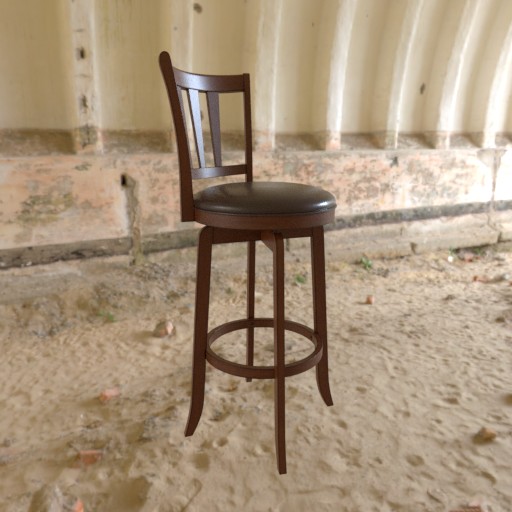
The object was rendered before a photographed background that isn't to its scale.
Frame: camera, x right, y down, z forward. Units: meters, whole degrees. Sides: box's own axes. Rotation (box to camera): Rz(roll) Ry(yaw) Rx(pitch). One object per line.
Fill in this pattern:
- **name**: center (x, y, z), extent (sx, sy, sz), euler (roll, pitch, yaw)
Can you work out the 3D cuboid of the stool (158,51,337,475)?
- **stool**: center (0.000, 0.000, 1.430), extent (0.503, 1.177, 0.464), euler (8, 16, 28)
